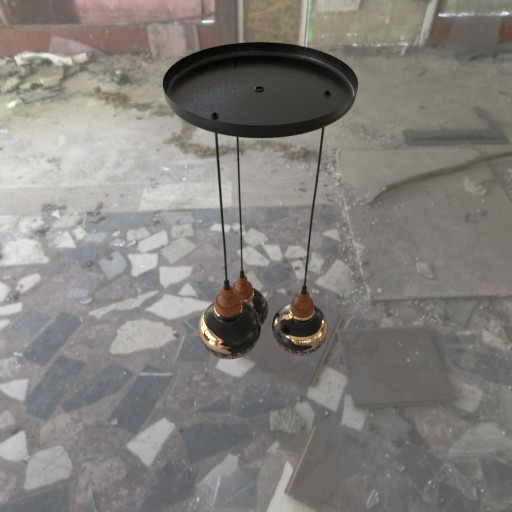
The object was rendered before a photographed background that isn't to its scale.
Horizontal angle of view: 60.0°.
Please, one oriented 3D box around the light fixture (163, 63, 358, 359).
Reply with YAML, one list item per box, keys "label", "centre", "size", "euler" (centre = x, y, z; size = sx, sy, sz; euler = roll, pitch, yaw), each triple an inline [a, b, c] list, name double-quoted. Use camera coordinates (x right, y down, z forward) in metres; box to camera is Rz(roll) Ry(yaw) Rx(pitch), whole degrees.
- label: "light fixture"
  centre: [0.000, 0.000, 1.758]
  size: [0.608, 1.410, 0.605]
  euler: [25, 50, 23]
